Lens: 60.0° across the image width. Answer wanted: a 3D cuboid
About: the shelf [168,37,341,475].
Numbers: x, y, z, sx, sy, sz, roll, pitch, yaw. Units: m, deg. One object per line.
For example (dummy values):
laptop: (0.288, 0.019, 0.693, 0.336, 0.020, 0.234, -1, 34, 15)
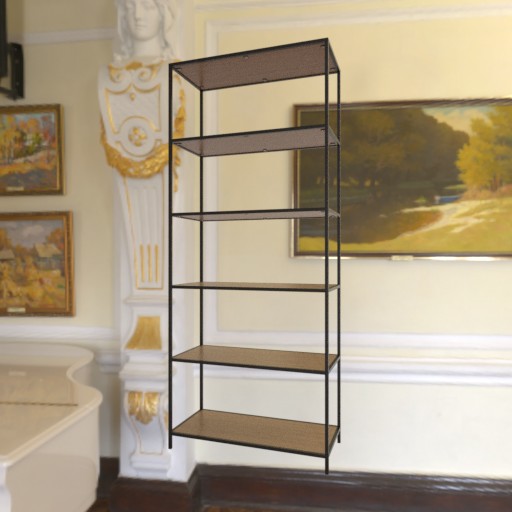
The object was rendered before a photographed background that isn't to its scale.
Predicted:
shelf: (0.000, 0.000, 2.166, 0.770, 1.850, 0.350, 0, 0, 19)
